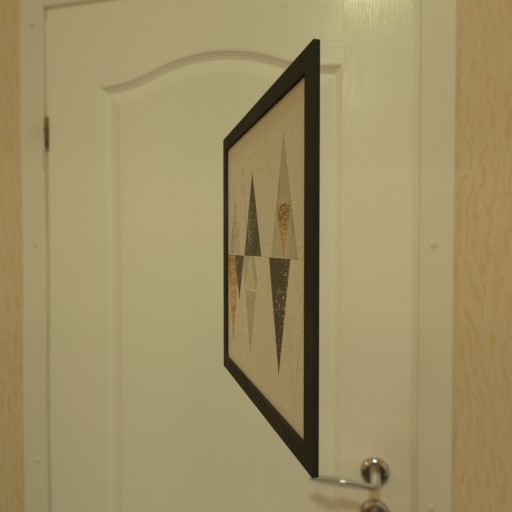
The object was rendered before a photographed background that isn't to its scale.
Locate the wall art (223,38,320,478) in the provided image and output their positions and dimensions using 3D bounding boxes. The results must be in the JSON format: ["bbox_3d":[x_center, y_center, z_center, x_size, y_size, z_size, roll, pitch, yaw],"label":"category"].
[{"bbox_3d":[0.000,0.000,1.227,0.013,0.823,0.823,0,1,-16],"label":"wall art"}]
